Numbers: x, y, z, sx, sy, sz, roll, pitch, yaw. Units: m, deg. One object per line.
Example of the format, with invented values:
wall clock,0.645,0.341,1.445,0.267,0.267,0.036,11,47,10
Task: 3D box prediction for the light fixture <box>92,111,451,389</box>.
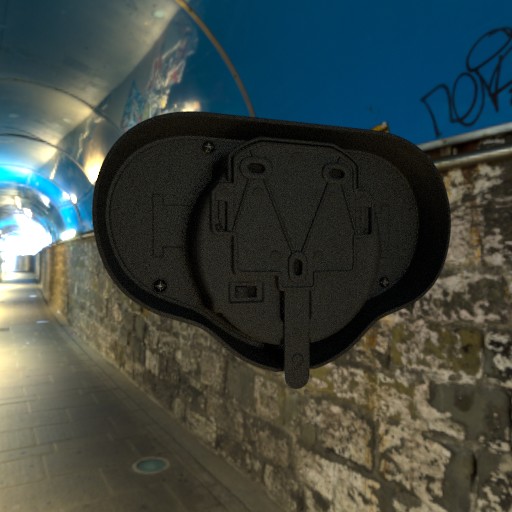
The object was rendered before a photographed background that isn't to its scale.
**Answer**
light fixture,0.000,0.000,0.337,0.229,0.159,0.159,0,-1,-18
